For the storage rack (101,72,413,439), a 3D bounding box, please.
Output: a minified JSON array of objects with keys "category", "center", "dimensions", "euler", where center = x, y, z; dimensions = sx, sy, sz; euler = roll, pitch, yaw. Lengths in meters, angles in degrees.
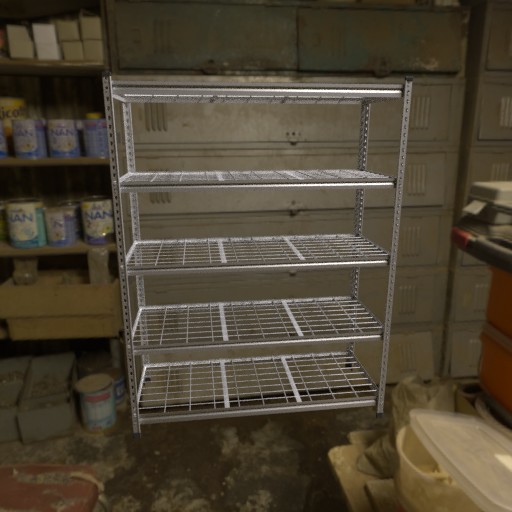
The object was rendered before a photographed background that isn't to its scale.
[{"category":"storage rack","center":[0.000,0.000,2.689],"dimensions":[1.524,1.981,0.610],"euler":[-2,16,-7]}]
